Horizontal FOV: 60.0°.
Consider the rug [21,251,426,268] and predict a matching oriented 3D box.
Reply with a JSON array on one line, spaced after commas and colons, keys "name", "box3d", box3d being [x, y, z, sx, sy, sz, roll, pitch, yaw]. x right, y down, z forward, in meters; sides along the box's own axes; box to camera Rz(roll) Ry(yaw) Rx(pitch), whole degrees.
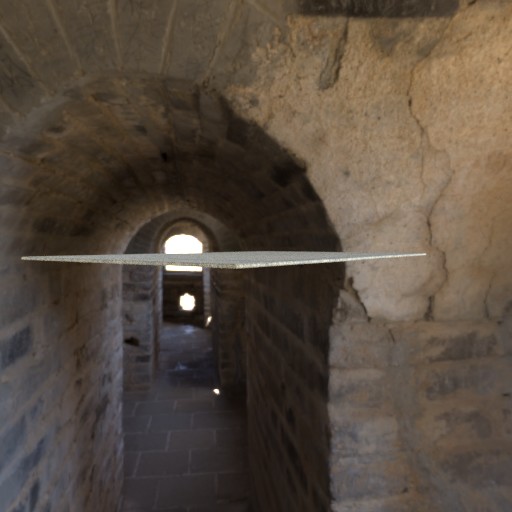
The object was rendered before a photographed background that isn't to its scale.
[{"name": "rug", "box3d": [0.000, 0.000, 2.859, 1.523, 0.017, 2.263, 1, 2, 37]}]
